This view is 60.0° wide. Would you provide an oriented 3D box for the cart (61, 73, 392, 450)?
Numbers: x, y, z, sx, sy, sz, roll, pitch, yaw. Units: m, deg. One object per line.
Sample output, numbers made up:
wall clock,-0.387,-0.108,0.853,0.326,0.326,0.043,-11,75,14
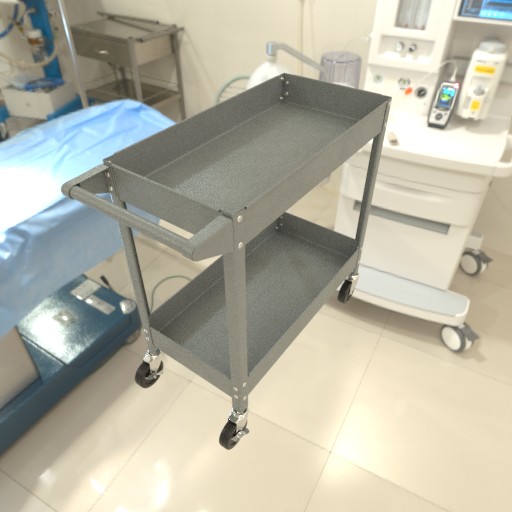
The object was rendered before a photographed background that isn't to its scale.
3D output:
cart,0.000,0.000,1.213,0.366,0.719,0.779,25,46,27
